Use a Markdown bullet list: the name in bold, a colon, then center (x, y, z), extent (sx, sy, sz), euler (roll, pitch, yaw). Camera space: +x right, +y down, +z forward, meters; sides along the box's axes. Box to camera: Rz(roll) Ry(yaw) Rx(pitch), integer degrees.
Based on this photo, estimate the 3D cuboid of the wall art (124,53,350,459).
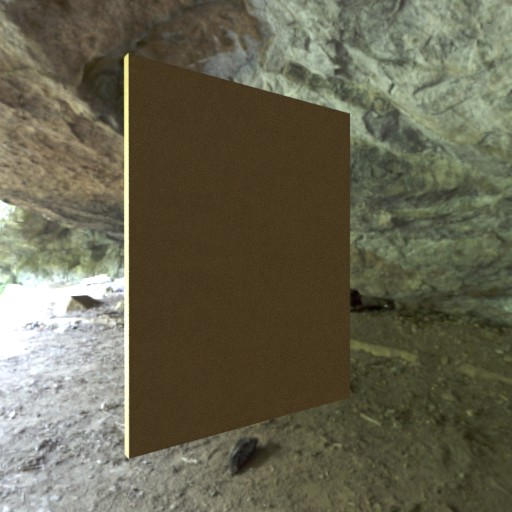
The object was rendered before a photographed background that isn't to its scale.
- **wall art**: center (0.000, 0.000, 1.340), extent (0.798, 1.002, 0.030), euler (0, 0, -36)
